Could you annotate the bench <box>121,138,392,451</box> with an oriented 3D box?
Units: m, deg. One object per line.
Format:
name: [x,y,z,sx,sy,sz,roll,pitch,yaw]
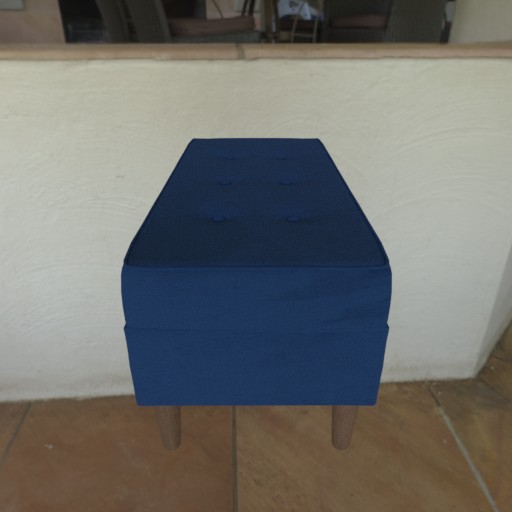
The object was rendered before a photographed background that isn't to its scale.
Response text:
bench: [0.000,0.000,1.285,0.489,0.467,1.010,0,27,0]
